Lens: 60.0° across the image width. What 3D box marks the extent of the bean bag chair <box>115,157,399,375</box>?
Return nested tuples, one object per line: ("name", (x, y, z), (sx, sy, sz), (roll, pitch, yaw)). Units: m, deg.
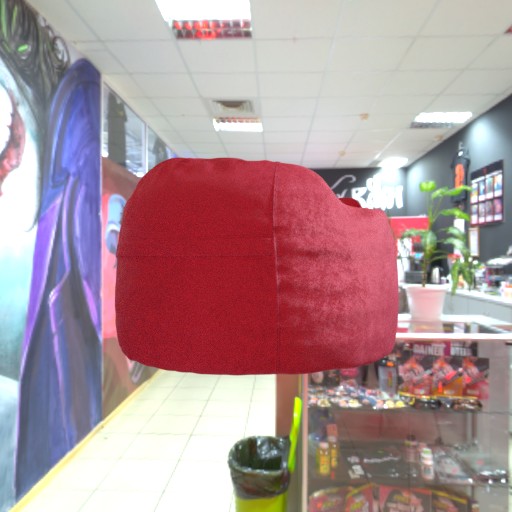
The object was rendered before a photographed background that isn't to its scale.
("bean bag chair", (0.000, 0.000, 1.993), (1.218, 0.788, 1.218), (0, 0, 0))
